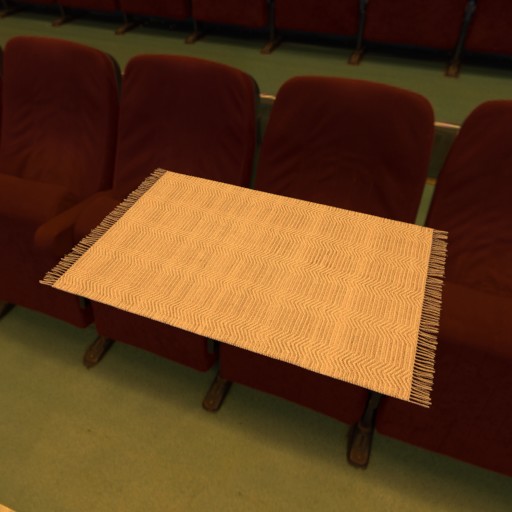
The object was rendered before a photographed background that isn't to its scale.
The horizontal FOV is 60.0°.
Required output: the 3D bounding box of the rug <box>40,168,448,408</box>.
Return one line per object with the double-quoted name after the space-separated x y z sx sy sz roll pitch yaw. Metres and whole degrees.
0.000 0.000 2.504 2.021 0.027 1.224 15 44 15 "rug"
